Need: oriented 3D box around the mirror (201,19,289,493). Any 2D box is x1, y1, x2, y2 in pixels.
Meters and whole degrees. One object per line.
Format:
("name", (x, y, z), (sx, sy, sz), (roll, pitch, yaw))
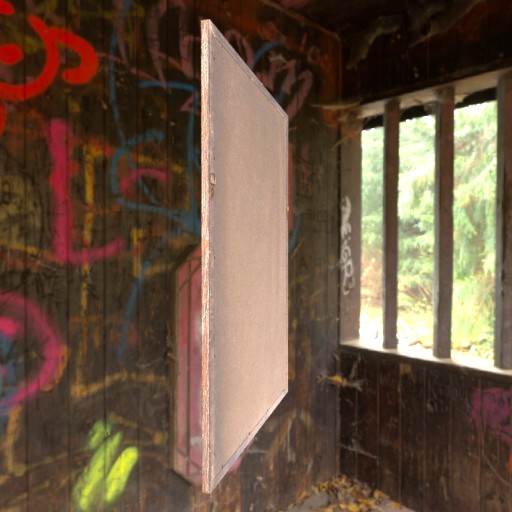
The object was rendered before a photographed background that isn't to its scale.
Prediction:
("mirror", (0.000, 0.000, 1.267), (0.025, 0.996, 0.705), (0, 1, 17))
